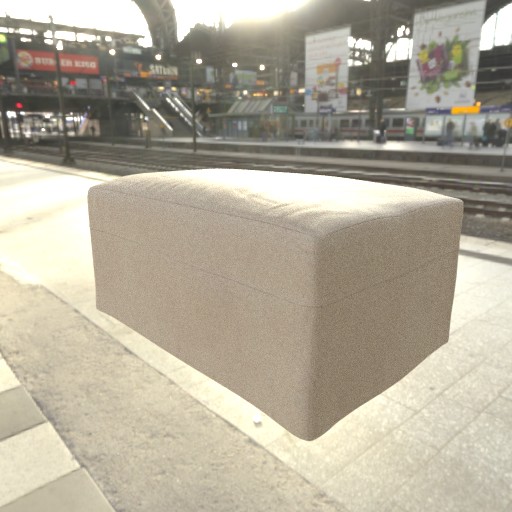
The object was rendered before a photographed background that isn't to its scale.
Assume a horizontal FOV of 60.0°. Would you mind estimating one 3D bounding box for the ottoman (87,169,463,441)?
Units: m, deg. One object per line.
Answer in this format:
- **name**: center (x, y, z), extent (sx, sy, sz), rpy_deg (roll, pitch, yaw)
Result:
- **ottoman**: center (0.000, 0.000, 1.205), extent (0.590, 0.444, 0.872), rpy_deg (-15, 22, -42)
